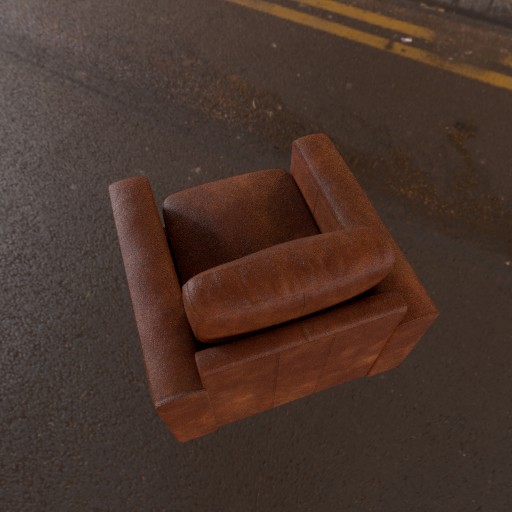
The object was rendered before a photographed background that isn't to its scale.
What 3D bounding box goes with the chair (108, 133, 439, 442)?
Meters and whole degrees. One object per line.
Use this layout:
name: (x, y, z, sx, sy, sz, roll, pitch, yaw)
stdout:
chair: (0.000, 0.000, 1.798, 1.005, 0.873, 1.016, -16, 58, -10)
